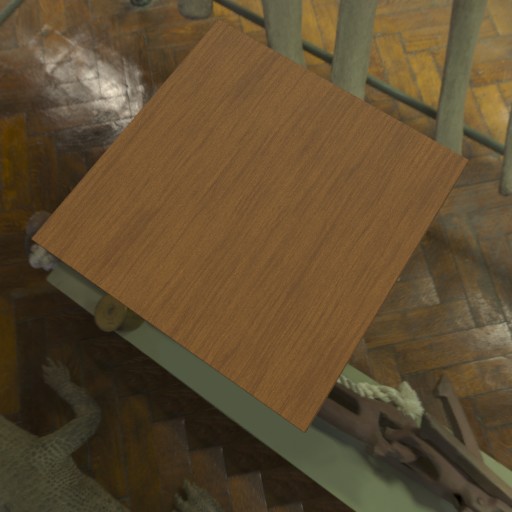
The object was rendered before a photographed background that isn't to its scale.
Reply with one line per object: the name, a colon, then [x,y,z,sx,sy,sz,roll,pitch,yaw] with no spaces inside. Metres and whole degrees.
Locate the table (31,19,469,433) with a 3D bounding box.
table: [0.000,0.000,0.818,0.398,0.540,0.397,33,77,9]
